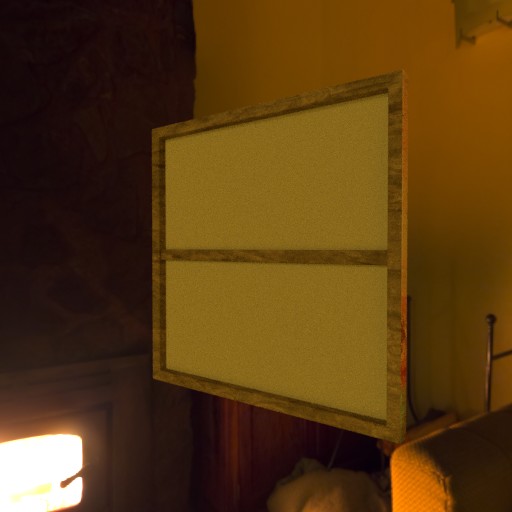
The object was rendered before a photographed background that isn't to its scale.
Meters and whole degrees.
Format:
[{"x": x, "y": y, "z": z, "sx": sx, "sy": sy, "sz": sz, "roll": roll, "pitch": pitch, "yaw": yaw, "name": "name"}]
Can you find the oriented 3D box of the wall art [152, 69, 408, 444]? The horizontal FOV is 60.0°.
[{"x": 0.000, "y": 0.000, "z": 1.116, "sx": 0.747, "sy": 0.747, "sz": 0.035, "roll": 1, "pitch": 1, "yaw": 36, "name": "wall art"}]
